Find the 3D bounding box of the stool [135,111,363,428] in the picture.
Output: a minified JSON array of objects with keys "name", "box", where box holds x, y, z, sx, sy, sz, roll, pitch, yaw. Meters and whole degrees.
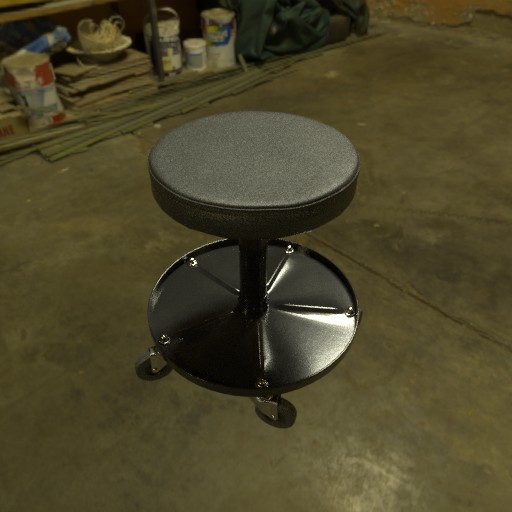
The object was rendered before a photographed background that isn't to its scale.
[{"name":"stool","box":[0.000,0.000,0.689,0.381,0.365,0.382,1,40,2]}]
